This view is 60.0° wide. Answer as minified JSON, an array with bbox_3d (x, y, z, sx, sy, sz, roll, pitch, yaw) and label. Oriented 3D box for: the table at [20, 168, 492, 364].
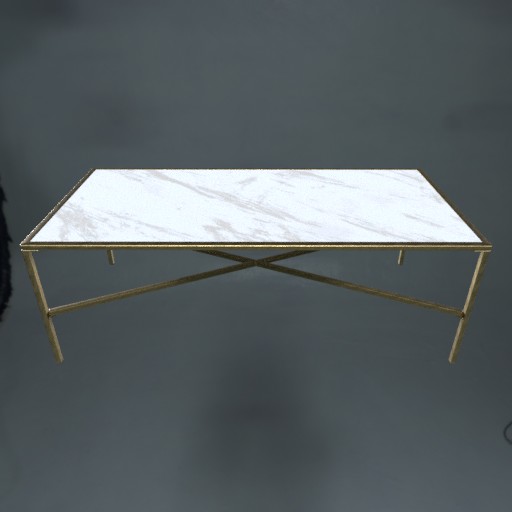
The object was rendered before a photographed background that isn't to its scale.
[{"bbox_3d":[0.000,0.000,1.470,1.197,0.405,0.577,0,31,0],"label":"table"}]
